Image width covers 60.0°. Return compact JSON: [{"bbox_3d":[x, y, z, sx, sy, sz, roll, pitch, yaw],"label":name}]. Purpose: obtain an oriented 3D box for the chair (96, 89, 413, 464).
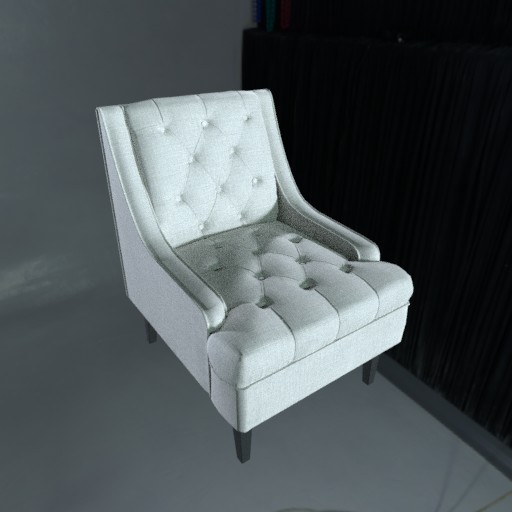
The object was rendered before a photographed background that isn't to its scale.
[{"bbox_3d":[0.000,0.000,1.410,0.658,0.891,0.772,-19,34,-31],"label":"chair"}]
